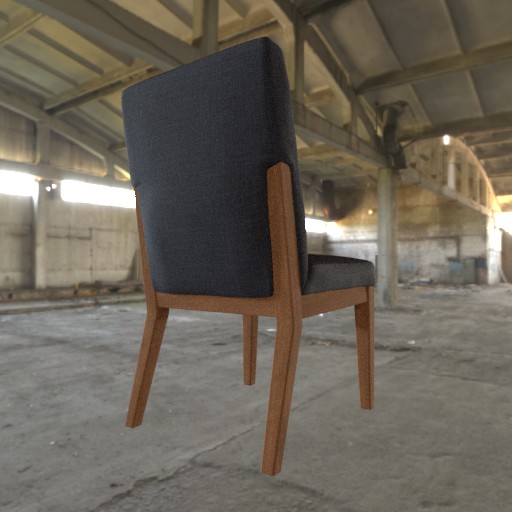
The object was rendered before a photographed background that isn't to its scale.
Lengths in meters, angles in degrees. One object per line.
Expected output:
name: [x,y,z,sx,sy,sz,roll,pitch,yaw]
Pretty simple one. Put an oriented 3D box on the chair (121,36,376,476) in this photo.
chair: [0.000,0.000,1.262,0.507,0.911,0.586,-1,-1,36]
